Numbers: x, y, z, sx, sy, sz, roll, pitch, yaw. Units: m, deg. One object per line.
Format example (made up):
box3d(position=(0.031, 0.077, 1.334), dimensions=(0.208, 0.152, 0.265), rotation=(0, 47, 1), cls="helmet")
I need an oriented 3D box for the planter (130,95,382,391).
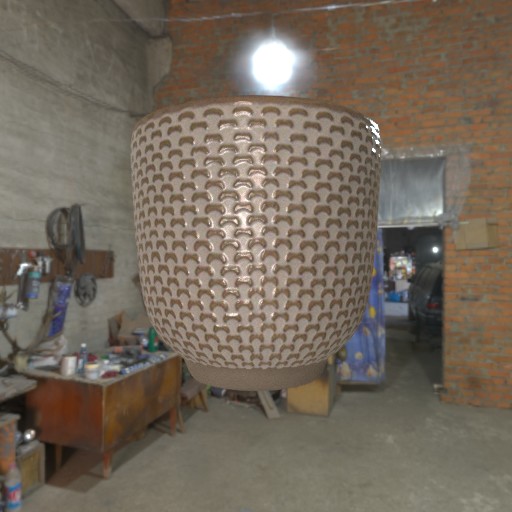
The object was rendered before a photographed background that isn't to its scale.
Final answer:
box3d(position=(0.000, 0.000, 0.360), dimensions=(0.197, 0.191, 0.197), rotation=(0, -1, 0), cls="planter")
